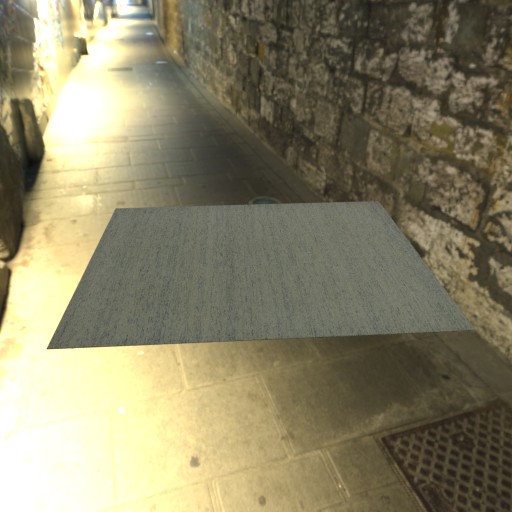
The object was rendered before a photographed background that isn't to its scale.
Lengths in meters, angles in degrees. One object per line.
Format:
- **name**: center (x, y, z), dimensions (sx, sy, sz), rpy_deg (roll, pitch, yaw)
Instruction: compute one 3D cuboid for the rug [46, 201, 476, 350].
- **rug**: center (0.000, 0.000, 4.336), dimensions (3.197, 0.006, 2.438), rpy_deg (-2, 31, -3)
